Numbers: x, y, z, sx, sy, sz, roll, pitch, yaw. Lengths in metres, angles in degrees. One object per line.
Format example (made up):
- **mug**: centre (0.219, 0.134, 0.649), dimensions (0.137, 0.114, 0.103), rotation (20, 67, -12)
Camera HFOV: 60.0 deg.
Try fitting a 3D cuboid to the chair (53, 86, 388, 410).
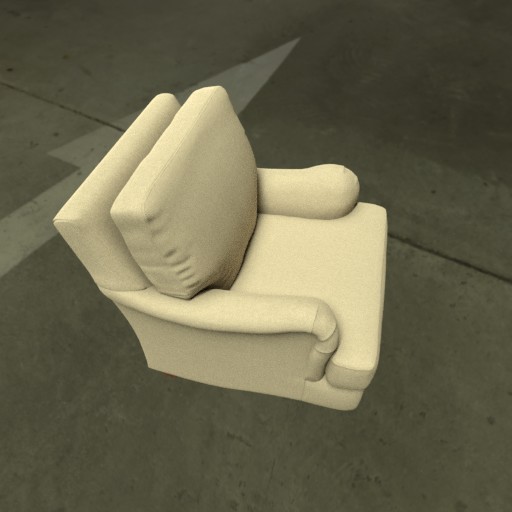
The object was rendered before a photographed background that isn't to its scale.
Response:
- **chair**: centre (0.000, 0.000, 1.844), dimensions (1.078, 1.076, 0.895), rotation (10, 48, 9)
